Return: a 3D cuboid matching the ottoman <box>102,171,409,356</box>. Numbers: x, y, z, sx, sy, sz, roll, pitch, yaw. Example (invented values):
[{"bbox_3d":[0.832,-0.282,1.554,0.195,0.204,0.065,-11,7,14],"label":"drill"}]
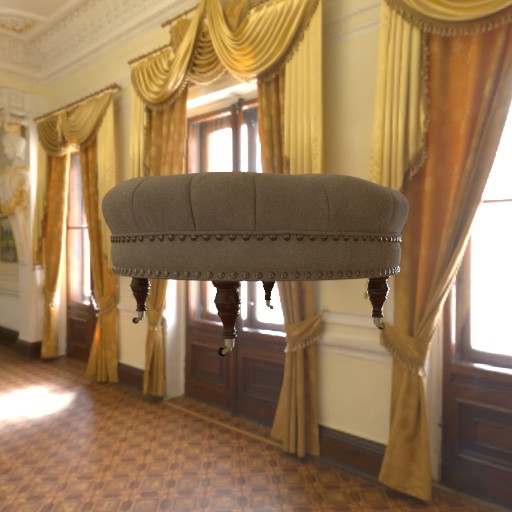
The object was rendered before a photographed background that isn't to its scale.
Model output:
[{"bbox_3d":[0.000,0.000,1.374,0.901,0.439,0.901,0,1,0],"label":"ottoman"}]
